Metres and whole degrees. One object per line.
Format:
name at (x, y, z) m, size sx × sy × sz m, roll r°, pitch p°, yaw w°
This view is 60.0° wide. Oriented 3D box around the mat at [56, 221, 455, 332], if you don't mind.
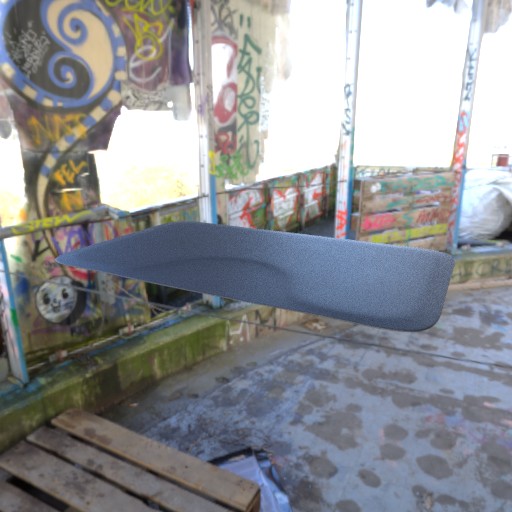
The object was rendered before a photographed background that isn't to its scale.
mat at (0.000, 0.000, 1.886) m, size 1.524 × 0.013 × 0.918 m, roll 8°, pitch 19°, yaw 26°
